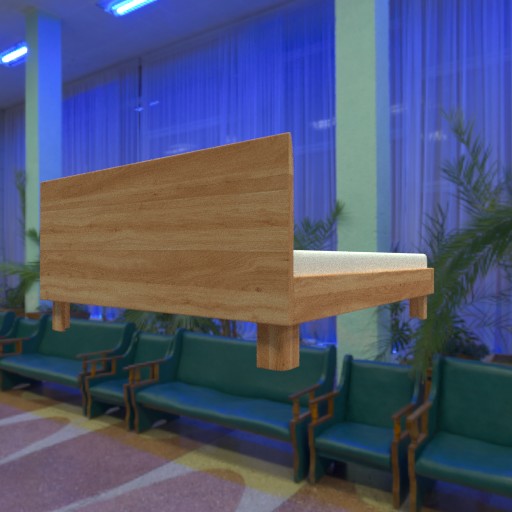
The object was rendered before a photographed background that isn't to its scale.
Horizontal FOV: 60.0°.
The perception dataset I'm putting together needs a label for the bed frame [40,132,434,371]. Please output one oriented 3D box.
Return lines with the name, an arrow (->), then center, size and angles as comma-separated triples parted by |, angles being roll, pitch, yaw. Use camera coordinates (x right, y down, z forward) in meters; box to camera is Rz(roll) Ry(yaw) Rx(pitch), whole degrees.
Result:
bed frame -> 0.000, 0.000, 3.101 | 1.872, 0.940, 2.092 | 0, 0, 37
